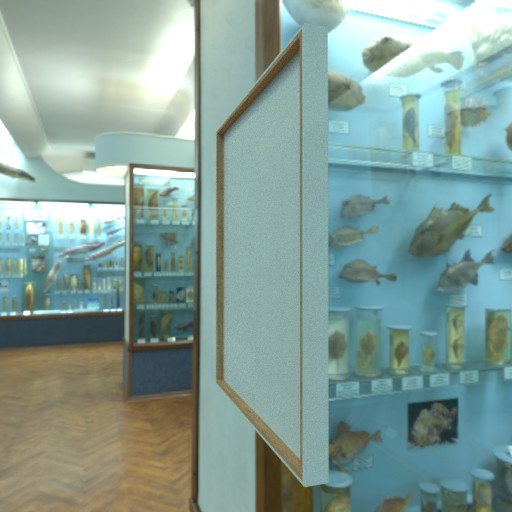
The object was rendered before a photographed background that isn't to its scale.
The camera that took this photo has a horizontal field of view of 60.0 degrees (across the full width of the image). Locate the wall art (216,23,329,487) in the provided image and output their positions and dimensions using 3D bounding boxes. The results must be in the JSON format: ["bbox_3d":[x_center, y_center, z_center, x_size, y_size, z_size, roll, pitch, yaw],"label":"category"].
[{"bbox_3d":[0.000,0.000,0.825,0.037,0.606,0.508,0,-1,-18],"label":"wall art"}]
